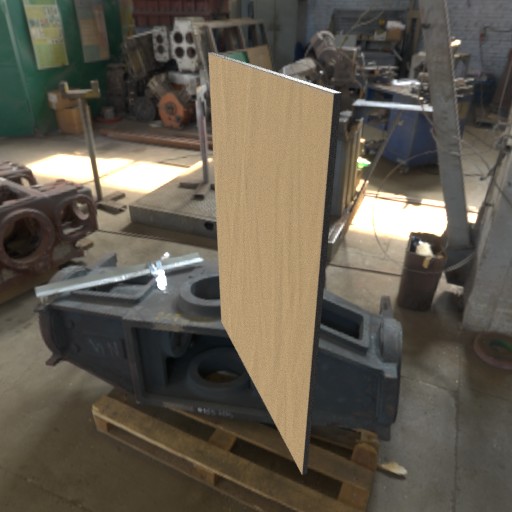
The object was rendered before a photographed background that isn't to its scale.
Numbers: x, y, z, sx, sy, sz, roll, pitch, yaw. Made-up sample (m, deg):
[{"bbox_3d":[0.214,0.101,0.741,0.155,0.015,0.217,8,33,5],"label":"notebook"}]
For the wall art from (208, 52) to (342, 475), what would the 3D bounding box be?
[{"bbox_3d":[0.000,0.000,1.414,0.016,1.116,0.810,-11,32,-19],"label":"wall art"}]
